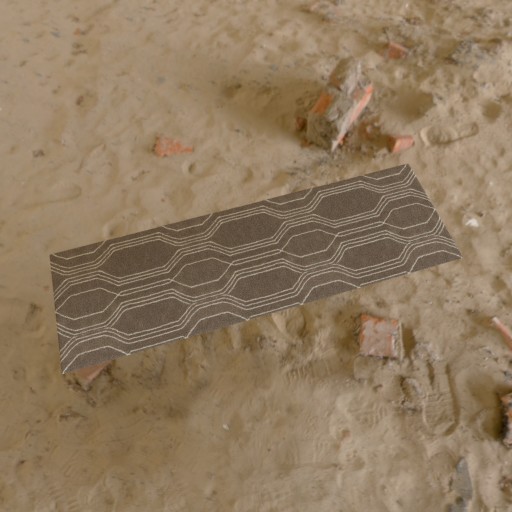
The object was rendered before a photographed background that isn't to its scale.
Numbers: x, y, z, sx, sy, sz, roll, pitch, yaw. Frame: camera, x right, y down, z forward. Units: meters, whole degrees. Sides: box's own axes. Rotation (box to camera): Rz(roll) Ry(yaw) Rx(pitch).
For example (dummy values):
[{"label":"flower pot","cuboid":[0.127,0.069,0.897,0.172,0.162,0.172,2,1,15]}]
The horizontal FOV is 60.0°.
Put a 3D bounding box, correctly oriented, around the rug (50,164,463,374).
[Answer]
[{"label":"rug","cuboid":[0.000,0.000,2.765,2.464,0.012,0.773,-15,64,-8]}]
